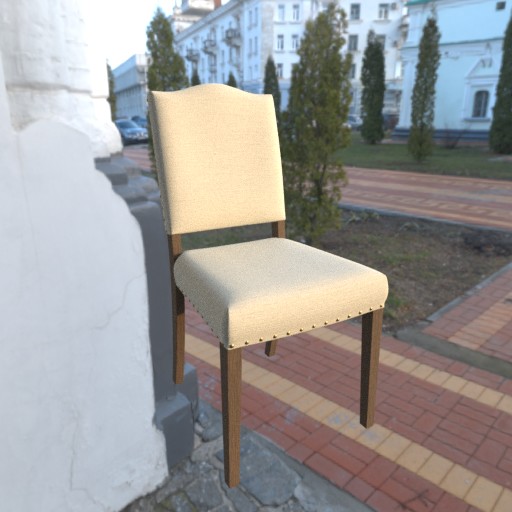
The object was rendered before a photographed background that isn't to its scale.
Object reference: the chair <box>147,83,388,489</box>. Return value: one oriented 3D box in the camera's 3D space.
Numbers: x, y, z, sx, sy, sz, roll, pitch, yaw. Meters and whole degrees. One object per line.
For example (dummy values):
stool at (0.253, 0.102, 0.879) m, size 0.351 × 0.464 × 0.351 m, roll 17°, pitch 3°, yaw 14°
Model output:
chair at (0.000, 0.000, 1.350) m, size 0.508 × 1.015 × 0.619 m, roll -10°, pitch 20°, yaw -28°
